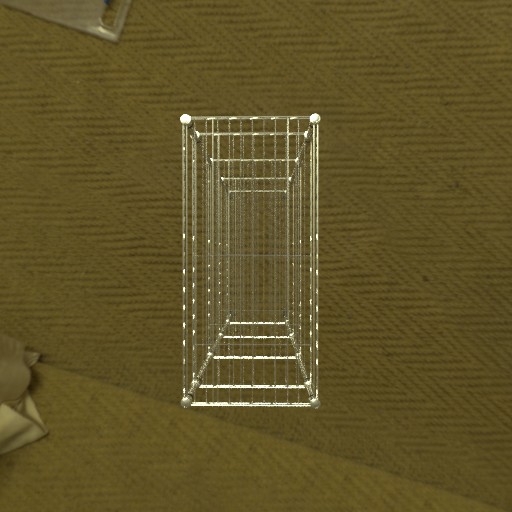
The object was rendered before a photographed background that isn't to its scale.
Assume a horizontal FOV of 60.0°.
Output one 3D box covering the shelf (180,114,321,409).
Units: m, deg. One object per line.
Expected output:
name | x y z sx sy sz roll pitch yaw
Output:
shelf | 0.000 0.000 1.907 0.356 1.587 0.762 0 90 1
